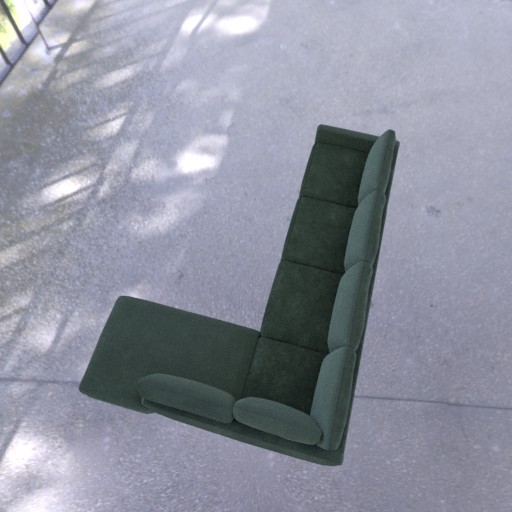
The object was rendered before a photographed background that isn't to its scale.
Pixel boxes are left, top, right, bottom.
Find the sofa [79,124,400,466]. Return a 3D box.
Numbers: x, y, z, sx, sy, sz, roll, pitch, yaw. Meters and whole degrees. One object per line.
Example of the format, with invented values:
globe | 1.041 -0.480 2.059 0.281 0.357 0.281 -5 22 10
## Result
sofa | 0.000 0.000 3.260 1.707 0.687 2.486 14 65 7
